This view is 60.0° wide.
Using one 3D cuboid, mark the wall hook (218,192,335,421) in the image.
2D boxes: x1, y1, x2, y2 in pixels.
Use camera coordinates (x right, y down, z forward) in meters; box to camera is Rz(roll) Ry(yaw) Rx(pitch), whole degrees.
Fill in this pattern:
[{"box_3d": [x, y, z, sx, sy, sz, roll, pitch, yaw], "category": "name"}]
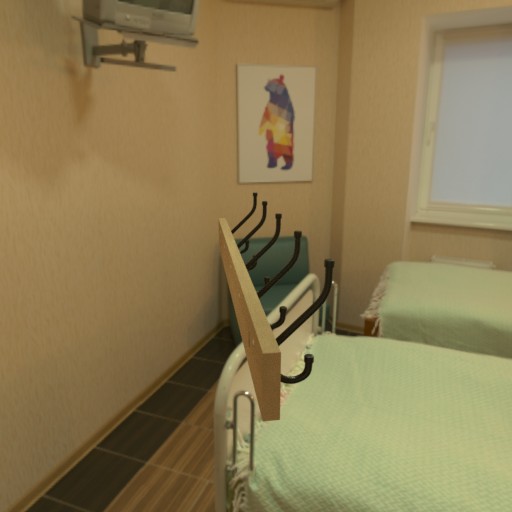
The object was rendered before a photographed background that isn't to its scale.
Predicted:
[{"box_3d": [0.000, 0.000, 0.614, 0.071, 0.117, 0.571, -2, 15, -8], "category": "wall hook"}]
